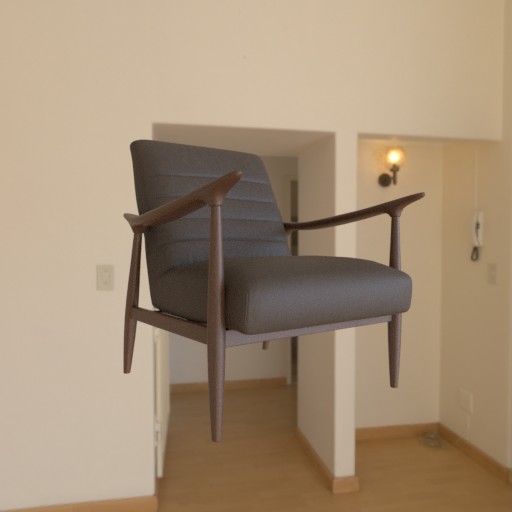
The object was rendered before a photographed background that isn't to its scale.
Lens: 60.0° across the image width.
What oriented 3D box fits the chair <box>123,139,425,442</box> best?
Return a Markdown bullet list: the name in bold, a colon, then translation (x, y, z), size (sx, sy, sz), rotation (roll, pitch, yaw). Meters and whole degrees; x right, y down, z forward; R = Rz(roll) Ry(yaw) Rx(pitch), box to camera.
- **chair**: translation (0.000, 0.000, 1.446), size (0.741, 0.831, 0.798), rotation (-1, 2, -36)
